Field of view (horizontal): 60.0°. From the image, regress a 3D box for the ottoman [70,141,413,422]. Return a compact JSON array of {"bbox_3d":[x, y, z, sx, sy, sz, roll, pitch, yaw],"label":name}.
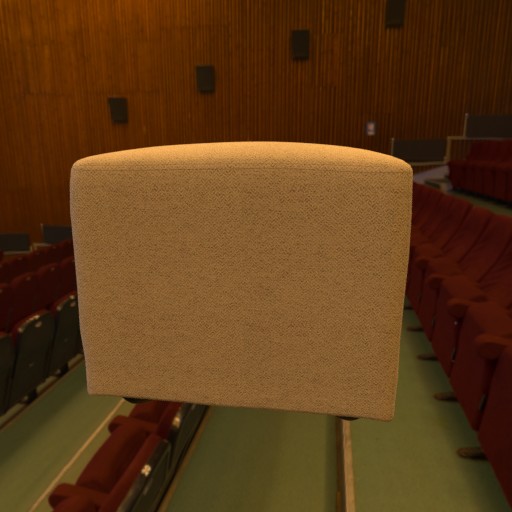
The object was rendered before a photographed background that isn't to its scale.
[{"bbox_3d":[0.000,0.000,0.909,0.512,0.453,0.521,2,14,8],"label":"ottoman"}]
